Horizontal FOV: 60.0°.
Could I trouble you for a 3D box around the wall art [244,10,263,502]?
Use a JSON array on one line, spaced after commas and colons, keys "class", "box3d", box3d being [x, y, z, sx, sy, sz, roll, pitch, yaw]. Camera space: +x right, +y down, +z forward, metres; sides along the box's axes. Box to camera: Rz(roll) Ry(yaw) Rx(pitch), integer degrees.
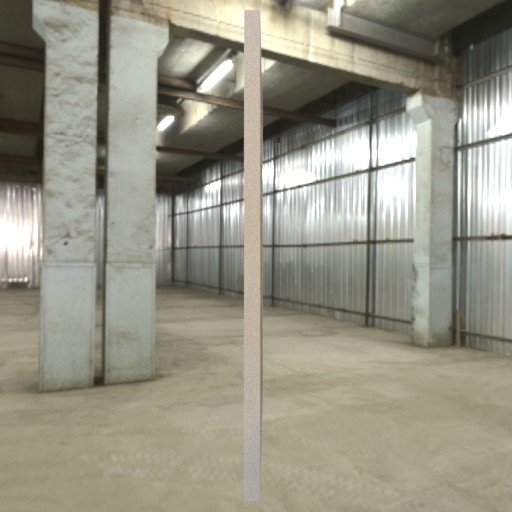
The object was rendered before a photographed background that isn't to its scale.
[{"class": "wall art", "box3d": [0.000, 0.000, 1.411, 0.038, 1.143, 0.764, 0, 0, 1]}]
